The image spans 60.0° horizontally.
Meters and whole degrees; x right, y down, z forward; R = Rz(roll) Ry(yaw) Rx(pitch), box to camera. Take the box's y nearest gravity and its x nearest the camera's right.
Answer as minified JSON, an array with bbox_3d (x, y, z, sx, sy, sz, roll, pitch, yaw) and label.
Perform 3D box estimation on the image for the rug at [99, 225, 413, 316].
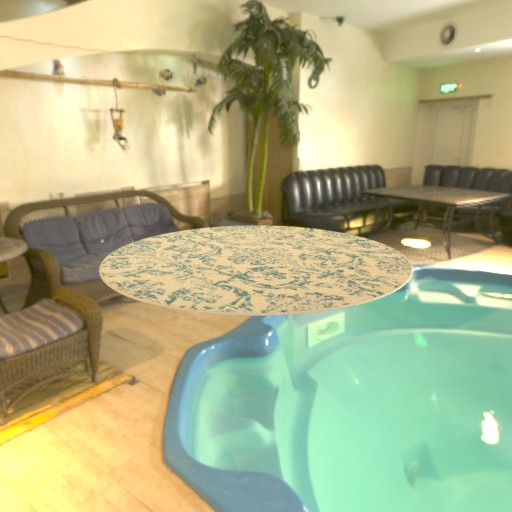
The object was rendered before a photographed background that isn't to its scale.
[{"bbox_3d":[0.000,0.000,2.378,1.593,0.012,1.593,0,16,0],"label":"rug"}]
